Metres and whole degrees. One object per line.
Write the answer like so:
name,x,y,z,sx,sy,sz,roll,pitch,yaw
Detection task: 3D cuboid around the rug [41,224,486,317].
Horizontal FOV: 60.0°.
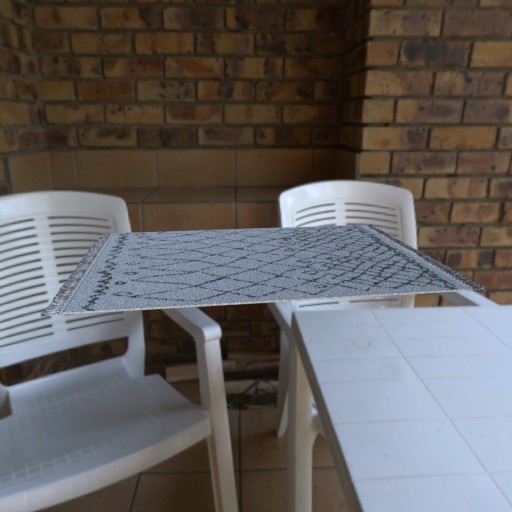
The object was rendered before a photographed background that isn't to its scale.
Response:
rug,0.000,0.000,3.033,2.312,0.017,1.613,-2,17,-8
